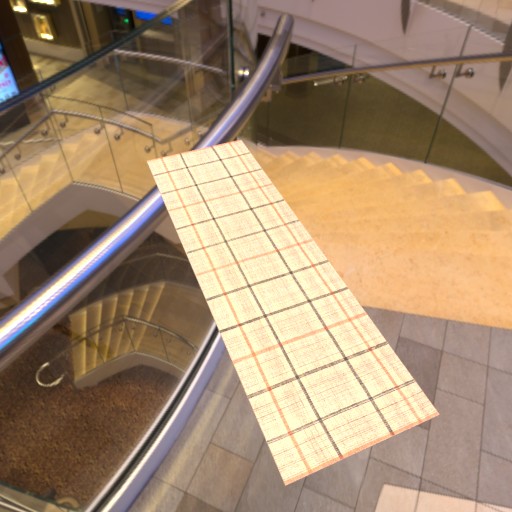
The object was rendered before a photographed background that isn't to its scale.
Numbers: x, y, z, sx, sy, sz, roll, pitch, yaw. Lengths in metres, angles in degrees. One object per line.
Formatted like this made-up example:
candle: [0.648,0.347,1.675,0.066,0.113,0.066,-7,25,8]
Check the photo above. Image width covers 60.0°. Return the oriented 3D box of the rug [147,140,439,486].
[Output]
rug: [0.000,0.000,2.656,0.762,0.008,2.439,-17,49,-15]
